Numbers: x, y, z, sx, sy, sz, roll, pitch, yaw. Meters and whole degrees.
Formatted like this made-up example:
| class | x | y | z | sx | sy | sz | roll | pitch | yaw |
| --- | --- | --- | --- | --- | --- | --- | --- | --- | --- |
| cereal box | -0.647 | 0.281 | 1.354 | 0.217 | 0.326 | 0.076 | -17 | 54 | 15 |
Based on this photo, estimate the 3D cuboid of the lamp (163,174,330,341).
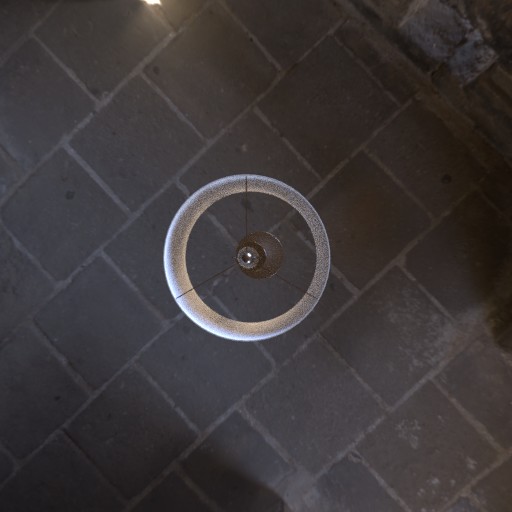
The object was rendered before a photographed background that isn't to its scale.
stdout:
| class | x | y | z | sx | sy | sz | roll | pitch | yaw |
| --- | --- | --- | --- | --- | --- | --- | --- | --- | --- |
| lamp | 0.000 | 0.000 | 1.786 | 0.377 | 1.599 | 0.377 | 0 | 90 | 2 |
